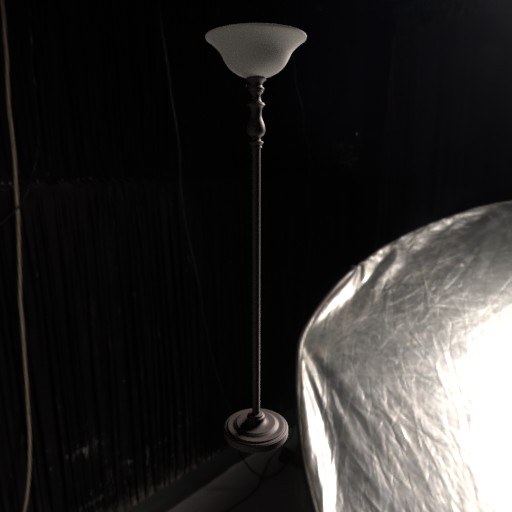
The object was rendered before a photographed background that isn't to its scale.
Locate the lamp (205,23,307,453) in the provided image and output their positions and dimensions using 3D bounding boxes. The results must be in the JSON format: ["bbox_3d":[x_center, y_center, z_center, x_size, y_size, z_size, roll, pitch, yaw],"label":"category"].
[{"bbox_3d":[0.000,0.000,1.978,0.405,1.797,0.405,12,18,42],"label":"lamp"}]
